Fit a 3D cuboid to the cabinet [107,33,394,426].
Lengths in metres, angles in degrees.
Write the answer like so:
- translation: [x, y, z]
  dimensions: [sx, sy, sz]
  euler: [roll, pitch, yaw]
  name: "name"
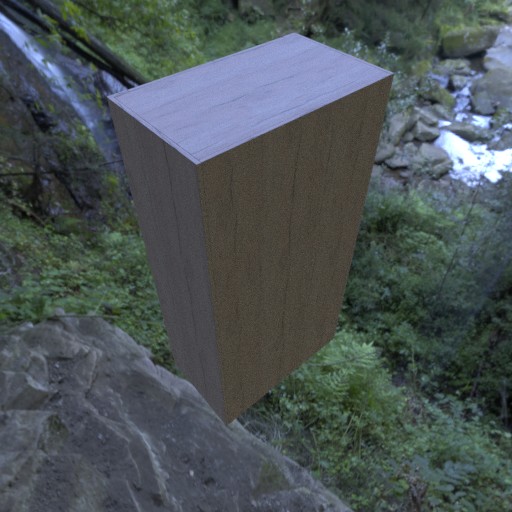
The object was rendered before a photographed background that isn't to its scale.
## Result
- translation: [0.000, 0.000, 2.420]
  dimensions: [0.980, 1.930, 0.580]
  euler: [-32, 54, -27]
  name: "cabinet"
